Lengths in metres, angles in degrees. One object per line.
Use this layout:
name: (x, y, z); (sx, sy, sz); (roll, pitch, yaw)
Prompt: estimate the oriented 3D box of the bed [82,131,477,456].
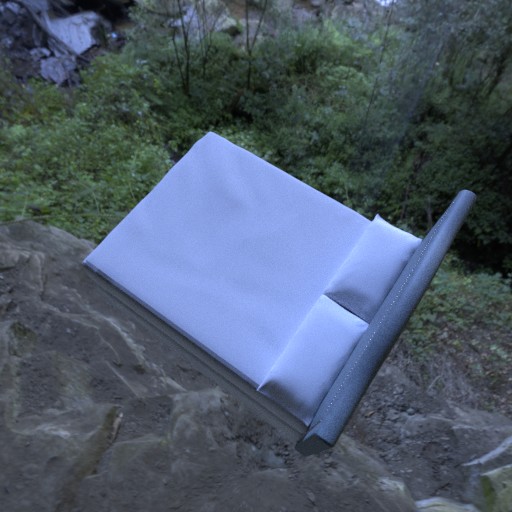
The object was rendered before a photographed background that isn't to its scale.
bed: (0.000, 0.000, 3.238); (2.143, 1.460, 1.753); (32, 68, 15)
